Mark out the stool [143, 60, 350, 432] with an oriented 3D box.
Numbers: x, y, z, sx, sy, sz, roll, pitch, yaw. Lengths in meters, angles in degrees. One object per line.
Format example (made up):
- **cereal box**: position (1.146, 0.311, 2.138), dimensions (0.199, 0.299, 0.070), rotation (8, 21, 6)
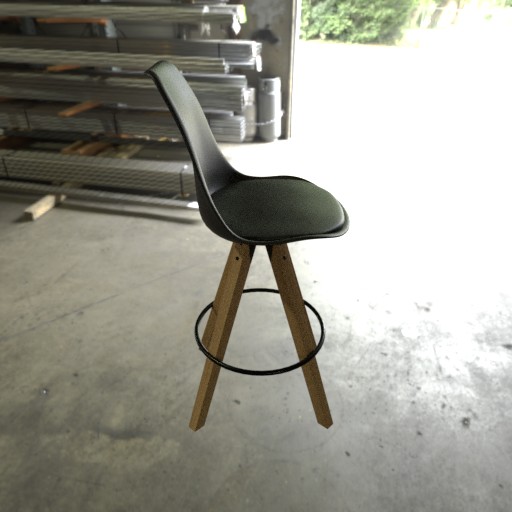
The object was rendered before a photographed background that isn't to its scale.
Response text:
- **stool**: position (0.000, 0.000, 1.396), dimensions (0.550, 1.115, 0.485), rotation (-1, 30, -1)
